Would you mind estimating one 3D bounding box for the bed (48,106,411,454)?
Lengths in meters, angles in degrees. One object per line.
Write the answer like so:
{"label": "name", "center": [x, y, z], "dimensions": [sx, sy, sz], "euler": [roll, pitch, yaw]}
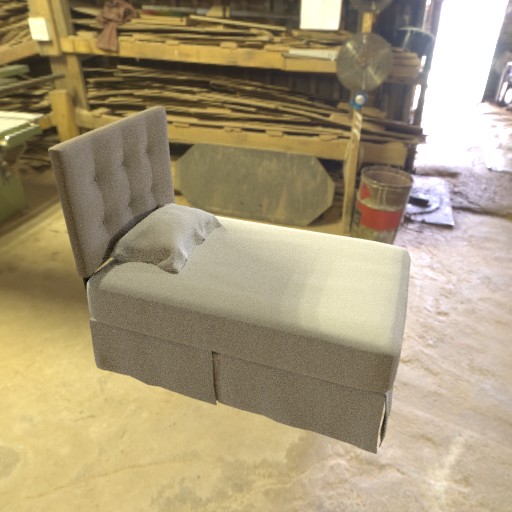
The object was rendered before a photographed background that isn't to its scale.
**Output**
{"label": "bed", "center": [0.000, 0.000, 2.924], "dimensions": [1.997, 1.571, 1.261], "euler": [10, 32, 17]}
